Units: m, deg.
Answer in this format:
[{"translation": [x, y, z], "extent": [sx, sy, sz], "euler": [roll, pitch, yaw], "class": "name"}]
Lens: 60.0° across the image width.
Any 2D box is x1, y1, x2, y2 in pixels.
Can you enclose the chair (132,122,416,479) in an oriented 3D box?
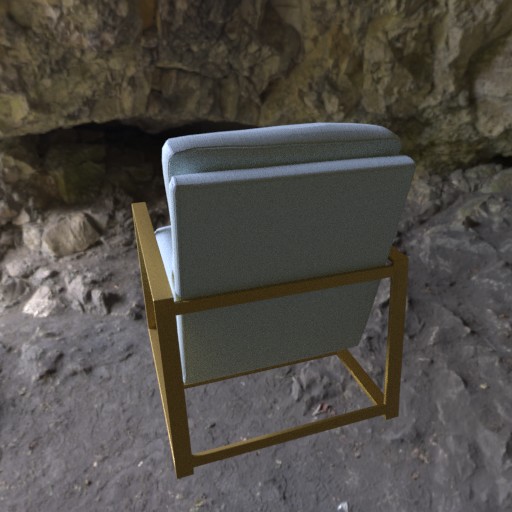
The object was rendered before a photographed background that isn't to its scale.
[{"translation": [0.000, 0.000, 1.533], "extent": [0.758, 0.956, 0.813], "euler": [-8, 28, -16], "class": "chair"}]
